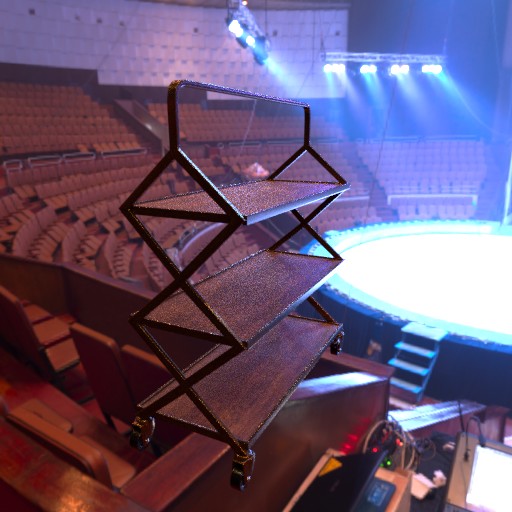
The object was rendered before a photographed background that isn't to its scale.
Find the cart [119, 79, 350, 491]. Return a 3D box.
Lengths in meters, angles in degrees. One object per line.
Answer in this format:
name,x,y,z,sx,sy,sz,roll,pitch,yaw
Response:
cart,0.000,0.000,1.168,0.313,0.805,0.723,7,17,26
